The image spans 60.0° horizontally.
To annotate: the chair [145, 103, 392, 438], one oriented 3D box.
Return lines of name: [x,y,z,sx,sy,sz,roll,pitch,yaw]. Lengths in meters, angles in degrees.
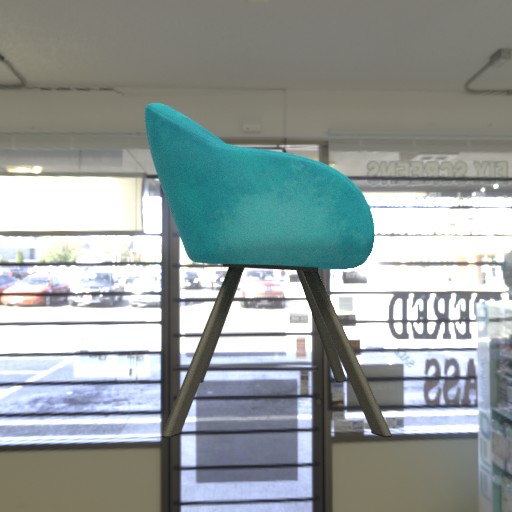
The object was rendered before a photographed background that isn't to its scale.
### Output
chair: [0.000,0.000,1.210,0.590,0.795,0.550,0,-1,0]
